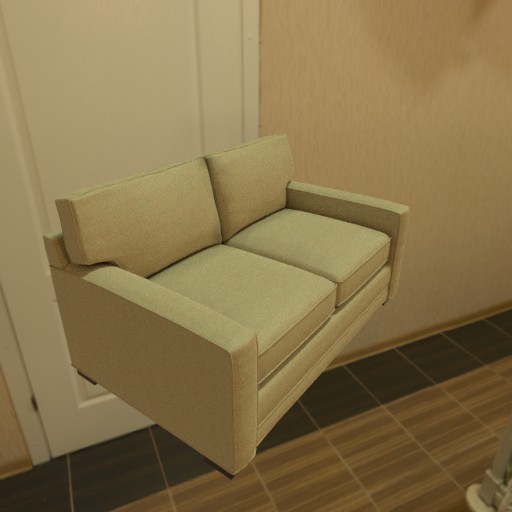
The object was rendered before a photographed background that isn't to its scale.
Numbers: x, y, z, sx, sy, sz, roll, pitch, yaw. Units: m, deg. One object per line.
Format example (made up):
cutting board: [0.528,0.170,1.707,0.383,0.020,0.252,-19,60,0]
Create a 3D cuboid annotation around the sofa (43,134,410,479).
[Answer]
sofa: [0.000,0.000,2.068,0.942,0.853,1.484,18,32,32]
